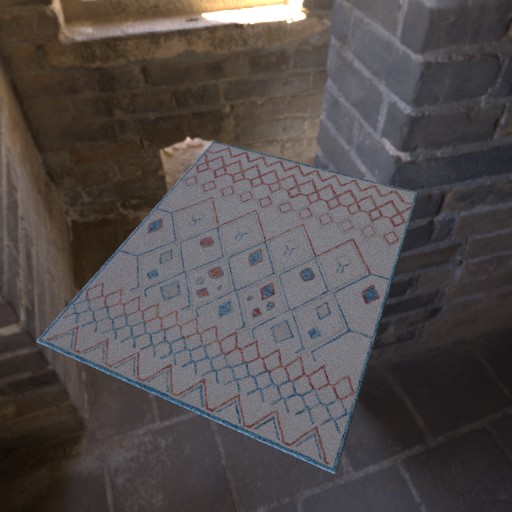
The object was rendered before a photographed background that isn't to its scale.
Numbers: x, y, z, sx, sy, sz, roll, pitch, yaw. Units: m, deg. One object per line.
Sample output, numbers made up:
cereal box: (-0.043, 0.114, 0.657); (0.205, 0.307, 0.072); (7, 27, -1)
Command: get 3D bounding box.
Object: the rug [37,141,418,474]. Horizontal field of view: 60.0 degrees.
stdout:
rug: (0.000, 0.000, 4.095); (2.441, 0.016, 3.050); (18, 50, 16)
